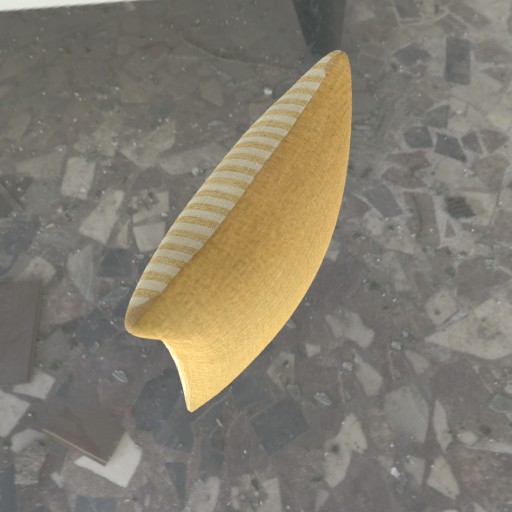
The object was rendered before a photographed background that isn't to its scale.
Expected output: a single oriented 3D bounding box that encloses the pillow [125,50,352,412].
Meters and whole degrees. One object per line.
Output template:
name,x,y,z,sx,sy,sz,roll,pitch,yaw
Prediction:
pillow,0.000,0.000,0.628,0.173,0.407,0.419,28,65,14
